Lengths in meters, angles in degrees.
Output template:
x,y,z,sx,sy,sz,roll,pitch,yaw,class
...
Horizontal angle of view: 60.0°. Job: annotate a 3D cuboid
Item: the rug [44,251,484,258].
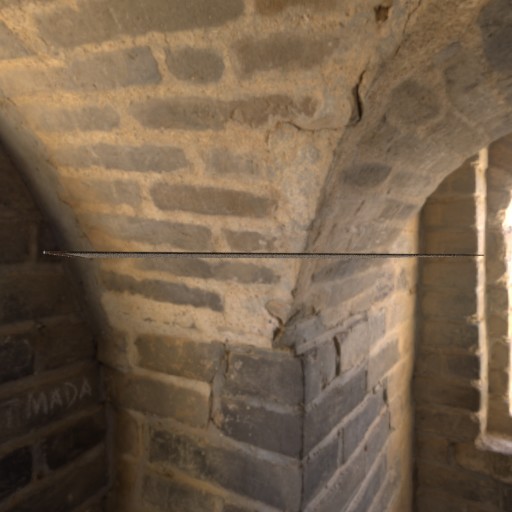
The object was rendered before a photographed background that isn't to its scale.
x,y,z,sx,sy,sz,roll,pitch,yaw,class
0.000,0.000,2.507,2.029,0.010,1.237,0,-1,-17,rug
